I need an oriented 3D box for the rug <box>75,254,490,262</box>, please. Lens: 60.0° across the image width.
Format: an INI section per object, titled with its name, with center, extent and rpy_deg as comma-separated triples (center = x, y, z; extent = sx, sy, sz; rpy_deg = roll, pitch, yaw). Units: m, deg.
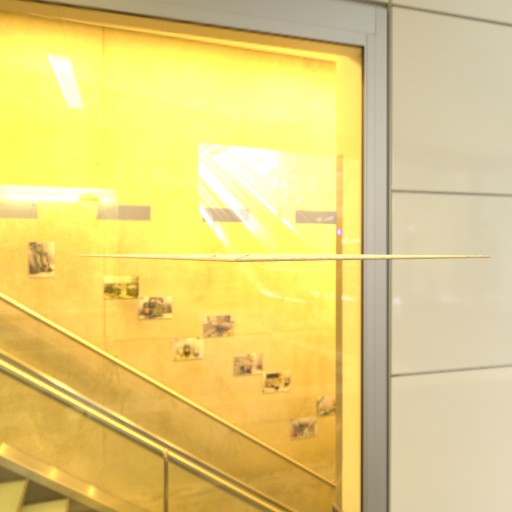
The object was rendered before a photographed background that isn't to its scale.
[rug]
center = 0.000, 0.000, 4.071
extent = 2.446, 0.015, 3.046
rpy_deg = 0, 1, -36
